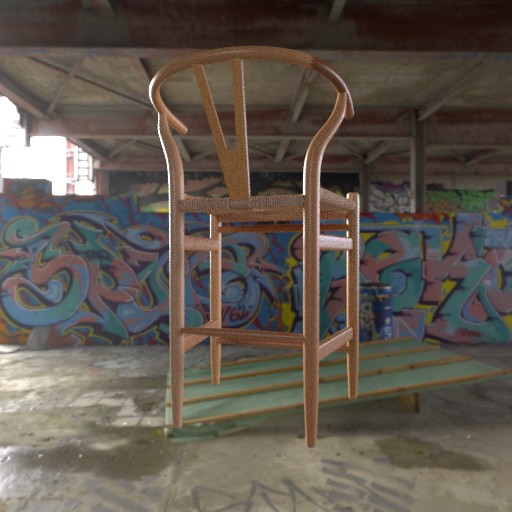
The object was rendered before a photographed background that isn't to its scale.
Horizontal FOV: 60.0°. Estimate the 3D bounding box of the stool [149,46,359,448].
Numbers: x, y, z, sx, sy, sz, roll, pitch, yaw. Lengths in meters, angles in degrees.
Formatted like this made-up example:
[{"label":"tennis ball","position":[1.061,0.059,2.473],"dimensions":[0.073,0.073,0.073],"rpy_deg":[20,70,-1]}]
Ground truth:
[{"label":"stool","position":[0.000,0.000,1.249],"dimensions":[0.536,0.923,0.575],"rpy_deg":[0,0,18]}]
